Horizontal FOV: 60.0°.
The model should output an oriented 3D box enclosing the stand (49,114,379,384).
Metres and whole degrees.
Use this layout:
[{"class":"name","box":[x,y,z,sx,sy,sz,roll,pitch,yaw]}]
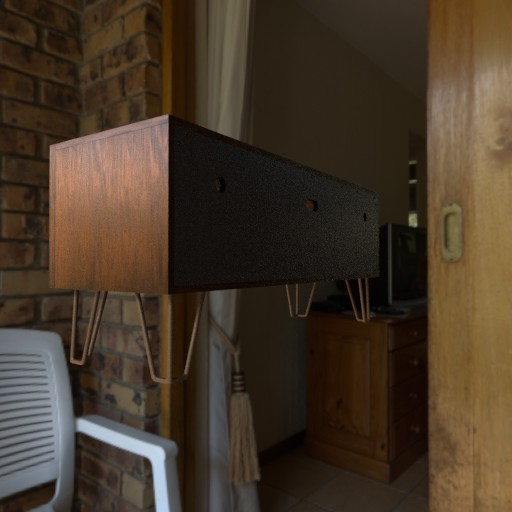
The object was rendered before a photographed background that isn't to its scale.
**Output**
[{"class":"stand","box":[0.000,0.000,1.675,0.481,0.610,1.372,-1,-1,35]}]
